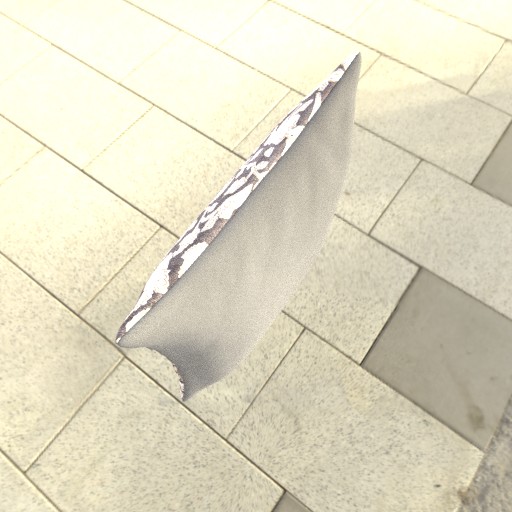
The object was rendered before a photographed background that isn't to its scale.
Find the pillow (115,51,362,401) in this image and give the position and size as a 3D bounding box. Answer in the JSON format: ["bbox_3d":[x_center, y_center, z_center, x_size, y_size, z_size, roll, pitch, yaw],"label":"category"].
[{"bbox_3d":[0.000,0.000,0.781,0.166,0.507,0.526,32,69,14],"label":"pillow"}]
